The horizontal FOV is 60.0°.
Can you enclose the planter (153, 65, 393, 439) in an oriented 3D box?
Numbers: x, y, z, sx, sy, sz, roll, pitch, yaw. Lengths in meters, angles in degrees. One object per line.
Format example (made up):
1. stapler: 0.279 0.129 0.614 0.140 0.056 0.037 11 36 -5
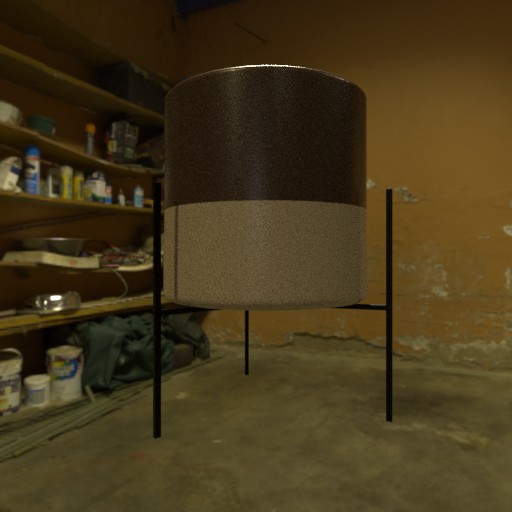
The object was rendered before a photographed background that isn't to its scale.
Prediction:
1. planter: 0.000 0.000 0.531 0.250 0.353 0.260 0 0 -17
